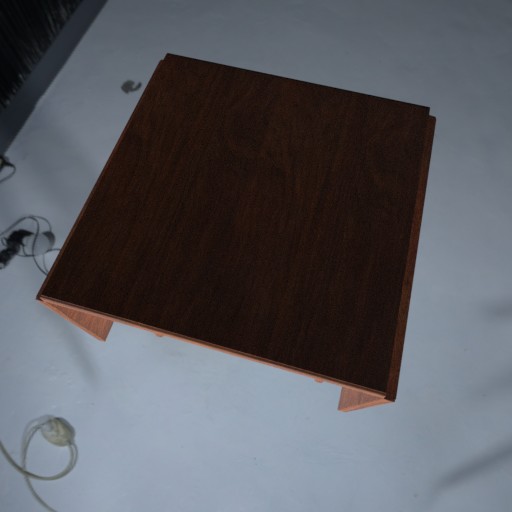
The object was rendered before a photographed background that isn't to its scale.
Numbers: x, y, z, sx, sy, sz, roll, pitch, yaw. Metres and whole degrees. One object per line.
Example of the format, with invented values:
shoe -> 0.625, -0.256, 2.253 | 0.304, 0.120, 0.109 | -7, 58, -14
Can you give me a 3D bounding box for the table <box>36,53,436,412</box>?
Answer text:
table -> 0.000, 0.000, 1.464 | 0.843, 0.763, 0.812 | 14, 66, 7
